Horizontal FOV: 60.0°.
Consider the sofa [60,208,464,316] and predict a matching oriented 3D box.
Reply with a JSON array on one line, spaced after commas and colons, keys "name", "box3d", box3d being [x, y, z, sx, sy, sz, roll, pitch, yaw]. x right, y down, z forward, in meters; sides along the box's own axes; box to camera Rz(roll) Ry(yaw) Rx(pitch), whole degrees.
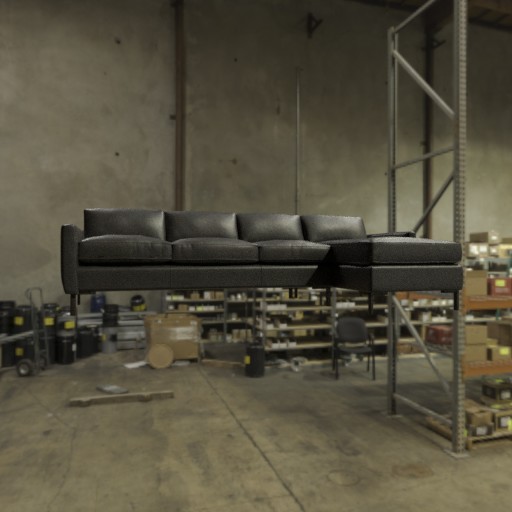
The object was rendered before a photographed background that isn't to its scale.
[{"name": "sofa", "box3d": [0.000, 0.000, 3.699, 2.993, 0.859, 1.471, 0, 0, -18]}]
